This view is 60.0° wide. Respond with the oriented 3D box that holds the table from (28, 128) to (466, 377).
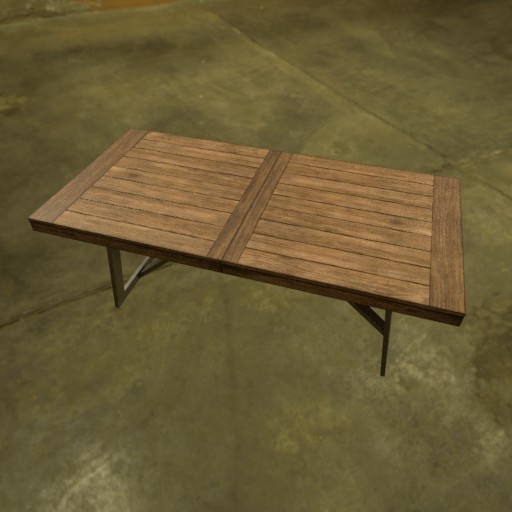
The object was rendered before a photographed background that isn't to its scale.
[{"bbox_3d":[0.000,0.000,2.374,1.867,0.757,0.931,12,44,13],"label":"table"}]
